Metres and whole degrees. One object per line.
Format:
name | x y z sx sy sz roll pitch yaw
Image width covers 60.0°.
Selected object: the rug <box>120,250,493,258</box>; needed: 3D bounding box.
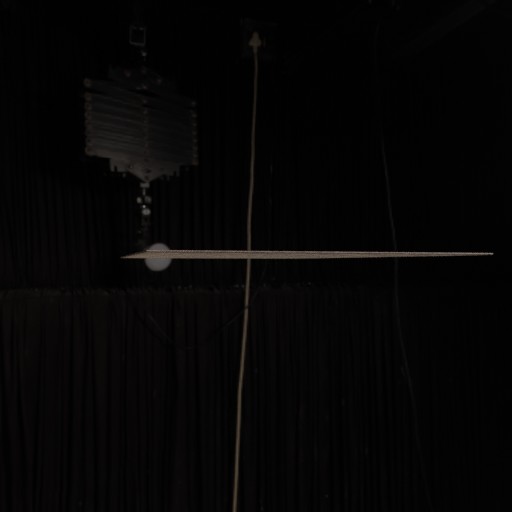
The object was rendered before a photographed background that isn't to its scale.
rug | 0.000 0.000 4.264 2.382 0.018 3.294 0 -1 -19
